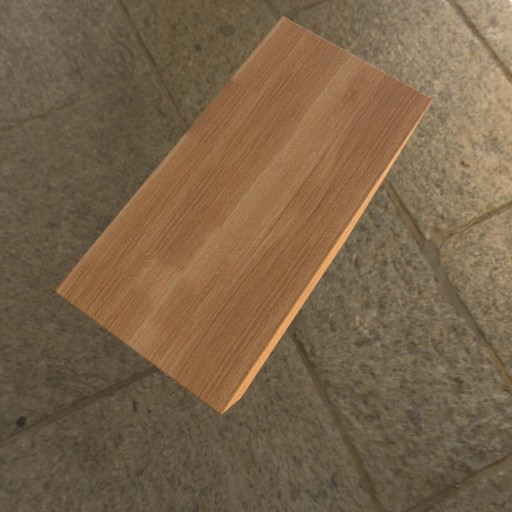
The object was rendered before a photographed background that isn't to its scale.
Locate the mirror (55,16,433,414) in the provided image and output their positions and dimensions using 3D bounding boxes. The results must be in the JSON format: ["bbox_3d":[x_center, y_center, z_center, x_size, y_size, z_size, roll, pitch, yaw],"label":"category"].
[{"bbox_3d":[0.000,0.000,1.399,0.400,1.000,0.800,34,77,9],"label":"mirror"}]
